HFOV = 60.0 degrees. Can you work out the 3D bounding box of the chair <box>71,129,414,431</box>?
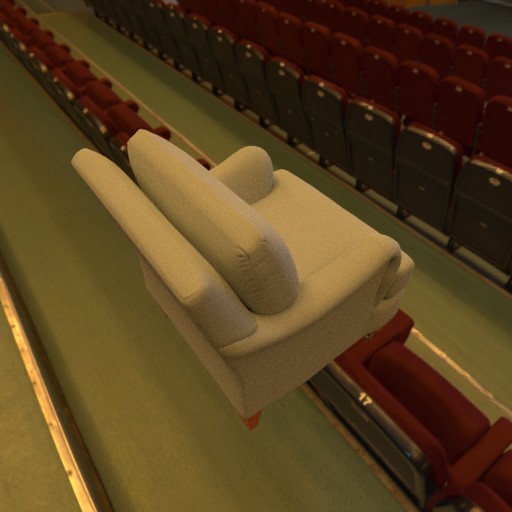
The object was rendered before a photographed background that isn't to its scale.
[{"bbox_3d":[0.000,0.000,1.910,1.070,1.038,0.955,-26,49,-25],"label":"chair"}]
